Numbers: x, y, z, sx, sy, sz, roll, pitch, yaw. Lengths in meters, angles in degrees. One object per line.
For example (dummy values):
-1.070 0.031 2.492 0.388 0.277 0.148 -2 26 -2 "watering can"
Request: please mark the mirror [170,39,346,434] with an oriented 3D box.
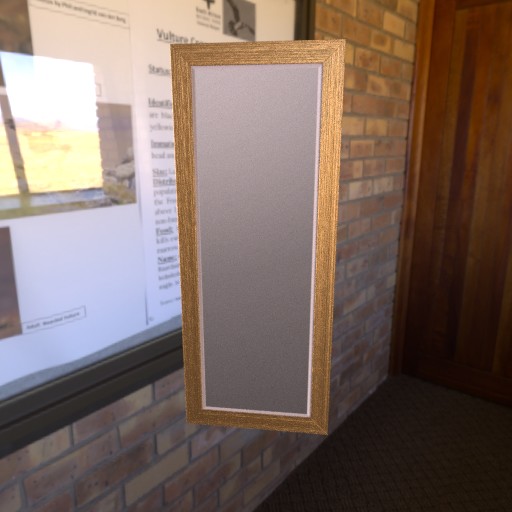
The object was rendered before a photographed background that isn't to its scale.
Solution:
0.000 0.000 2.292 0.812 2.031 0.025 2 15 7 "mirror"
